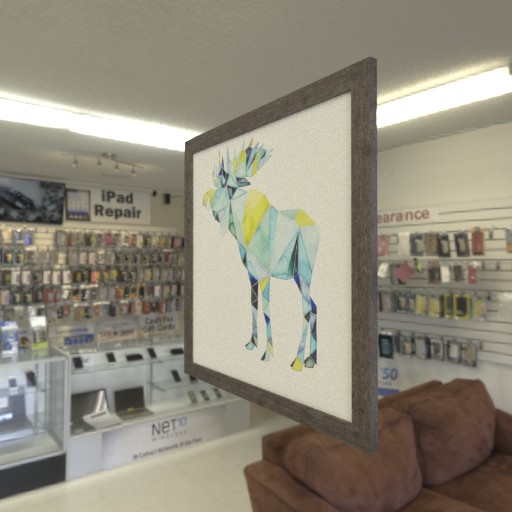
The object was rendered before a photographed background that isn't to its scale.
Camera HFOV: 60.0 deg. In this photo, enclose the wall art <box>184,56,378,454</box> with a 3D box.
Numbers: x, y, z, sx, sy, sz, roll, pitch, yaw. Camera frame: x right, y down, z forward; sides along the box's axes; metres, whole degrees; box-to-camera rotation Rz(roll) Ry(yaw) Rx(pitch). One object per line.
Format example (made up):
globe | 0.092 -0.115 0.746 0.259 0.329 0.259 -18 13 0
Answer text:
wall art | 0.000 0.000 0.696 0.013 0.457 0.457 0 -1 -37
